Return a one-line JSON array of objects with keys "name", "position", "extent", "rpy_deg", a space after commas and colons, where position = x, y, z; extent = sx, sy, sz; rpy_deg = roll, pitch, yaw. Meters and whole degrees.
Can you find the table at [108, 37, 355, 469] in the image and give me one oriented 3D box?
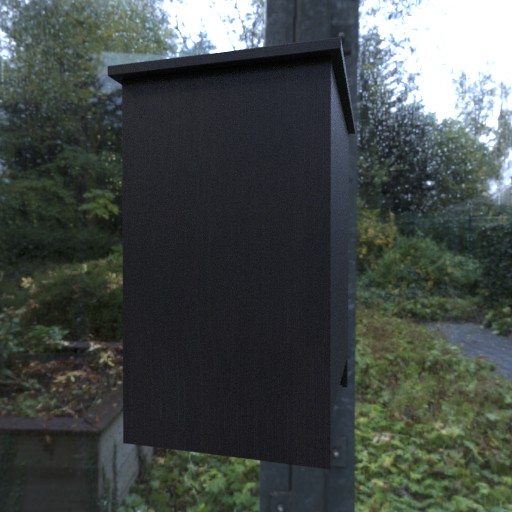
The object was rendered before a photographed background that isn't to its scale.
[{"name": "table", "position": [0.000, 0.000, 0.920], "extent": [0.381, 0.635, 0.480], "rpy_deg": [0, 1, 15]}]
